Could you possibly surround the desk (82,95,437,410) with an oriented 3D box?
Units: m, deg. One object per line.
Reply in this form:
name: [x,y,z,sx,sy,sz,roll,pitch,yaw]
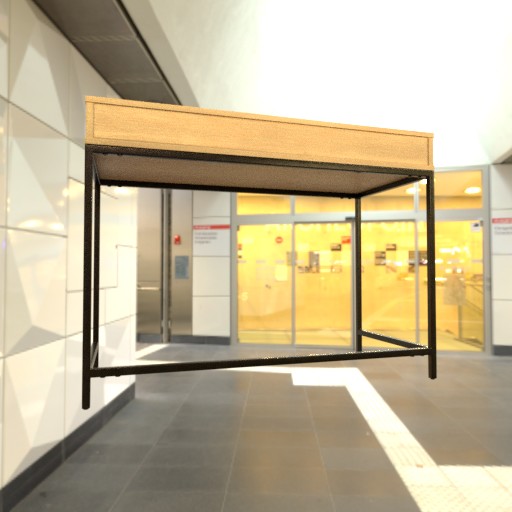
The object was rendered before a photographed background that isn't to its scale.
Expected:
desk: [0.000,0.000,1.444,1.016,0.762,0.470,1,-2,-17]
